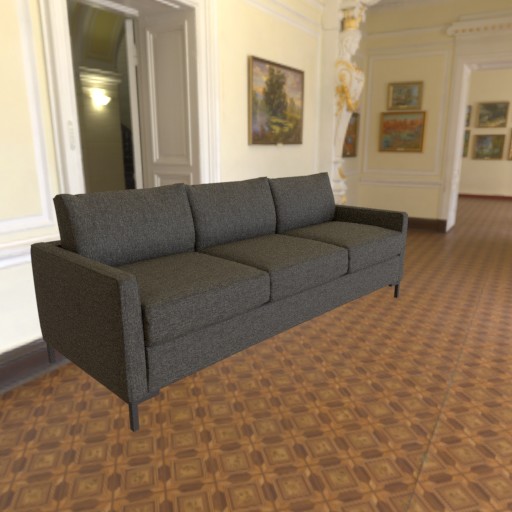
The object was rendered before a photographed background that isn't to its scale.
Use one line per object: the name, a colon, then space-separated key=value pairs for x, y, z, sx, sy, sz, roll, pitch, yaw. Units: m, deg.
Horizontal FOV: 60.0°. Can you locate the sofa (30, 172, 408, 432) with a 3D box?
sofa: x=0.000 y=0.000 z=2.639 sx=0.876 sy=0.879 sz=2.253 roll=13 pitch=19 yaw=42
